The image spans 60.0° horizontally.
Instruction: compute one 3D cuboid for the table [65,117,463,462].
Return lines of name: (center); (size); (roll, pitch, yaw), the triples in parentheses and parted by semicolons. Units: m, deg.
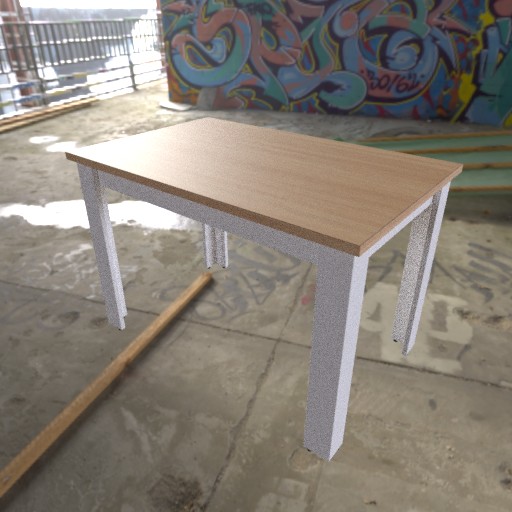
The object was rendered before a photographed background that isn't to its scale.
table: (0.000, 0.000, 1.623); (1.100, 0.734, 0.700); (21, 36, 33)
